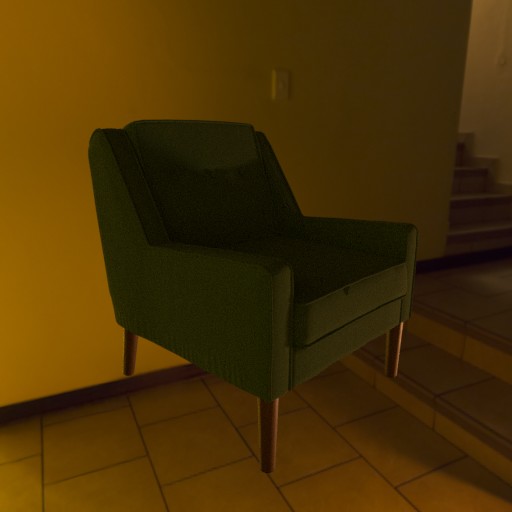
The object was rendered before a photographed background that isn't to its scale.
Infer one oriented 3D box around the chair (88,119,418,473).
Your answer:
[{"bbox_3d":[0.000,0.000,1.326,0.743,0.792,0.663,14,20,42],"label":"chair"}]
